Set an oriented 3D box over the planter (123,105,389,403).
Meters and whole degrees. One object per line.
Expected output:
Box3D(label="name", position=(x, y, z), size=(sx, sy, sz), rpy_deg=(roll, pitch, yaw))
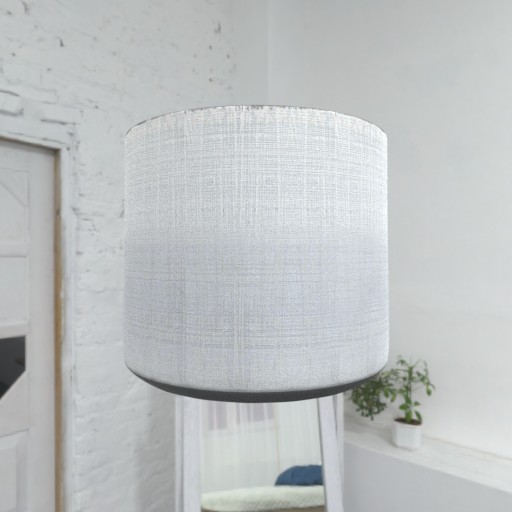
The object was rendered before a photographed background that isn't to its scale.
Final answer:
Box3D(label="planter", position=(0.000, 0.000, 0.440), size=(0.254, 0.221, 0.254), rpy_deg=(0, 1, 0))
